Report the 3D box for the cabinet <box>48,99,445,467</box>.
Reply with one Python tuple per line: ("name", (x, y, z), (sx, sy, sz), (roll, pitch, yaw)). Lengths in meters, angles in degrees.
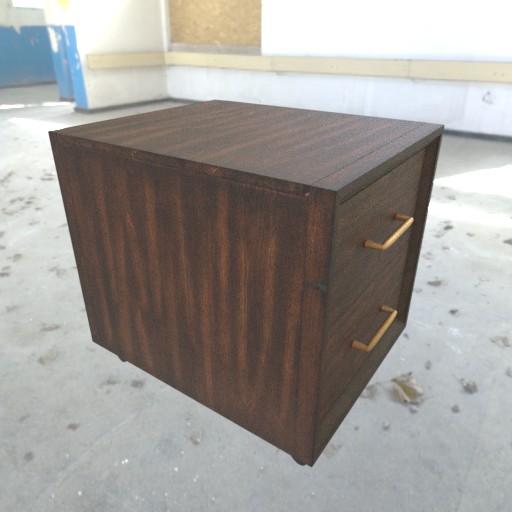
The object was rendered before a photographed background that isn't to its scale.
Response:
("cabinet", (0.000, 0.000, 0.804), (0.500, 0.455, 0.402), (18, 32, 31))
